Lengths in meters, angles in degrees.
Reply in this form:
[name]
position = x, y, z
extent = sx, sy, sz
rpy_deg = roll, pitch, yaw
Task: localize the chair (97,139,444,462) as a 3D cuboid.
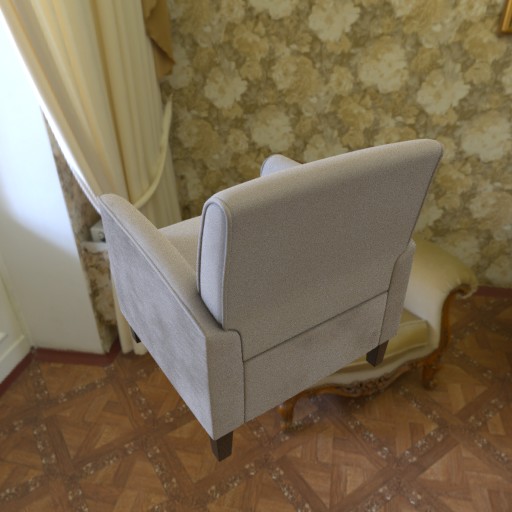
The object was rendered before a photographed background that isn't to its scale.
[chair]
position = 0.000, 0.000, 1.565
extent = 0.820, 0.915, 0.821
rpy_deg = -20, 36, -30
